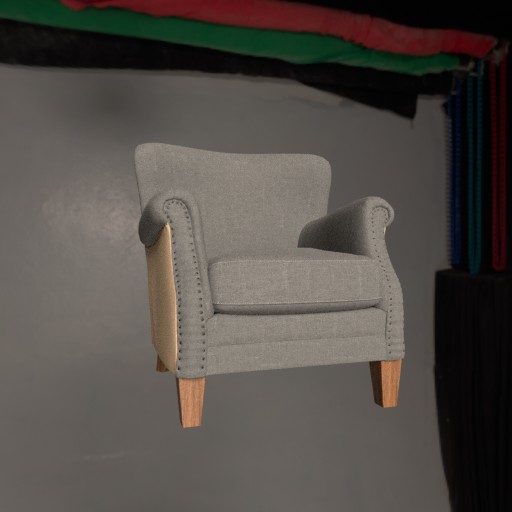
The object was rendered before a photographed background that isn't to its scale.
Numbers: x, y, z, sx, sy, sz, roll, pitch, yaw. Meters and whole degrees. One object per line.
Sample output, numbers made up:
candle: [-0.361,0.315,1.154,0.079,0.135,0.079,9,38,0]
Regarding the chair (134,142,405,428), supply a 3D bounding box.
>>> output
chair: [0.000,0.000,1.660,0.861,0.936,0.921,0,0,-18]
